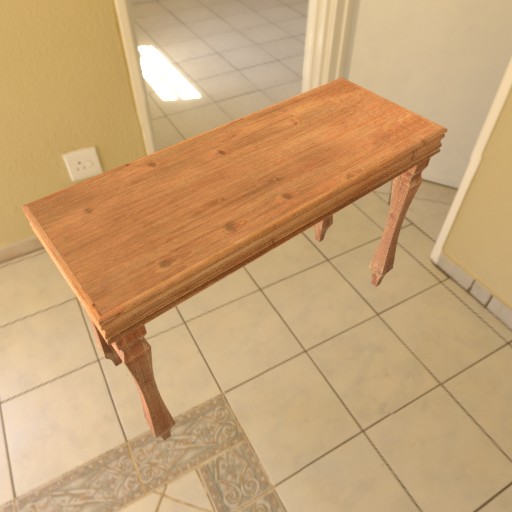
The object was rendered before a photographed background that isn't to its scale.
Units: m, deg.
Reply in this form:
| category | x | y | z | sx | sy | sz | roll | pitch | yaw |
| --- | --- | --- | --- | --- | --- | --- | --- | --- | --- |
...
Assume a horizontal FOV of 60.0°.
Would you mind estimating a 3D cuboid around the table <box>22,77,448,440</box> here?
| category | x | y | z | sx | sy | sz | roll | pitch | yaw |
| --- | --- | --- | --- | --- | --- | --- | --- | --- | --- |
| table | 0.000 | 0.000 | 1.747 | 1.330 | 0.873 | 0.522 | -30 | 54 | -25 |
